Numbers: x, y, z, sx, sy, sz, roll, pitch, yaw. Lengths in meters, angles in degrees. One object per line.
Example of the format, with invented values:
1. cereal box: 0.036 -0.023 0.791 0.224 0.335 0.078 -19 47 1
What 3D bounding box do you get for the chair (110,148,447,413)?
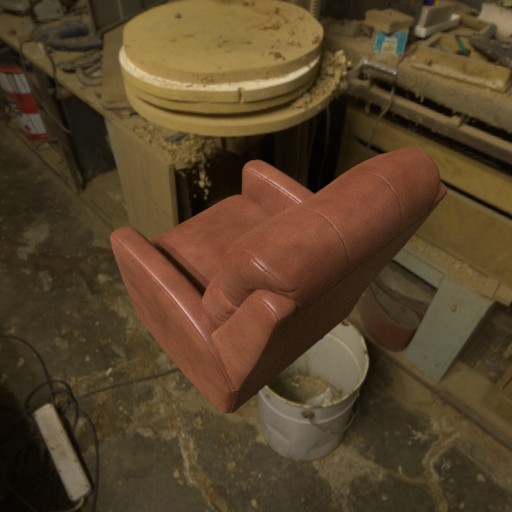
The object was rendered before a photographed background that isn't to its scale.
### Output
1. chair: 0.000 0.000 1.681 0.787 1.016 0.939 -33 54 -28
